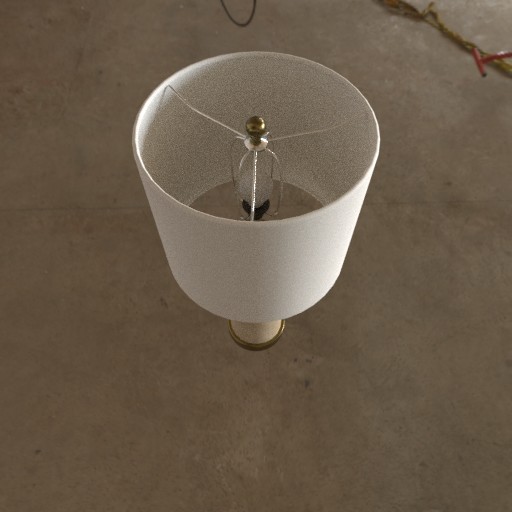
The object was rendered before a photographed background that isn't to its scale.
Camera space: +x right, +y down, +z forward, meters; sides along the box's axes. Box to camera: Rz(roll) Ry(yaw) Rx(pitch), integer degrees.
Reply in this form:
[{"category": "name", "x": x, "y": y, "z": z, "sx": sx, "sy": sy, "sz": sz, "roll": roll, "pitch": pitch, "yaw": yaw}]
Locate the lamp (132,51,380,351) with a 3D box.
[{"category": "lamp", "x": 0.000, "y": 0.000, "z": 0.809, "sx": 0.305, "sy": 0.634, "sz": 0.305, "roll": 31, "pitch": 63, "yaw": 18}]
